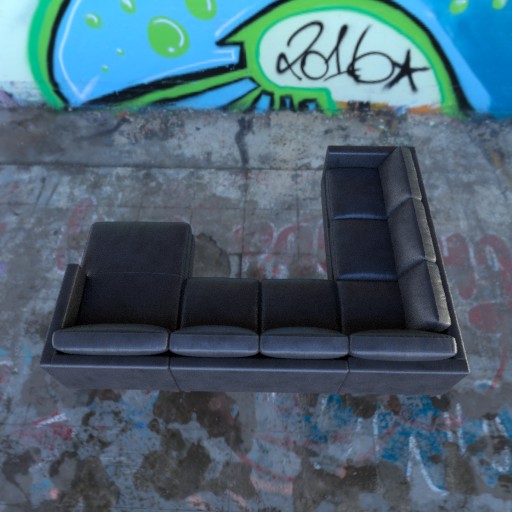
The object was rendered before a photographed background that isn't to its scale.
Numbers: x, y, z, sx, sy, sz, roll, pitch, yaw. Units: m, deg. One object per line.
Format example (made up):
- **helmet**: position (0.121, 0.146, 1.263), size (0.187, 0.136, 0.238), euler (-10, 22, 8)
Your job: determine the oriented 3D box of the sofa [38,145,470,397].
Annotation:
- **sofa**: position (0.000, 0.000, 4.291), size (3.324, 0.891, 2.452), euler (1, 57, 1)
